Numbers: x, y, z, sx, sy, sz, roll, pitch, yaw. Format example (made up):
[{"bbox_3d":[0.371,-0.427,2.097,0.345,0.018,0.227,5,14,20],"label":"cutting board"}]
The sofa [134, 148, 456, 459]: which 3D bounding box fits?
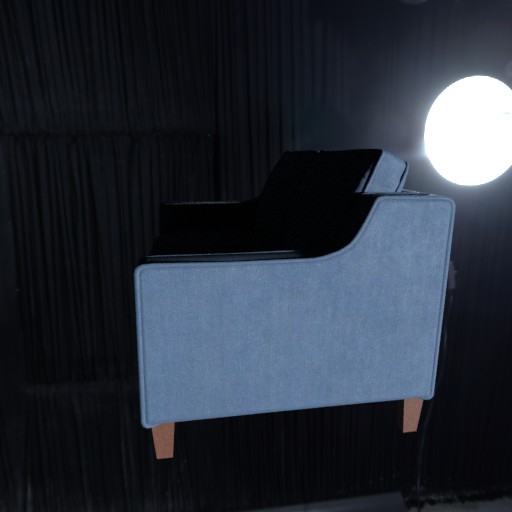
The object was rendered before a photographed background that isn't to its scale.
[{"bbox_3d":[0.000,0.000,2.058,0.987,0.971,1.501,-2,14,-9],"label":"sofa"}]
